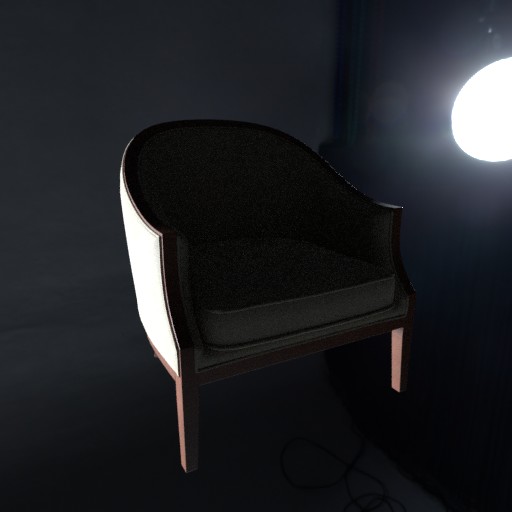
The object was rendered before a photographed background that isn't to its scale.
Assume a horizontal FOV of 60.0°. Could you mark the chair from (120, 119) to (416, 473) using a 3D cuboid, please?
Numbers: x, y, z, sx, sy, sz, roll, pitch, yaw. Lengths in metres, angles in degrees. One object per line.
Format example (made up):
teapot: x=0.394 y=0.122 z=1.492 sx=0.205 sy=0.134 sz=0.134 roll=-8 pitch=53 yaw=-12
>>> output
chair: x=0.000 y=0.000 z=1.458 sx=0.803 sy=0.876 sz=0.735 roll=-9 pitch=18 yaw=-28
